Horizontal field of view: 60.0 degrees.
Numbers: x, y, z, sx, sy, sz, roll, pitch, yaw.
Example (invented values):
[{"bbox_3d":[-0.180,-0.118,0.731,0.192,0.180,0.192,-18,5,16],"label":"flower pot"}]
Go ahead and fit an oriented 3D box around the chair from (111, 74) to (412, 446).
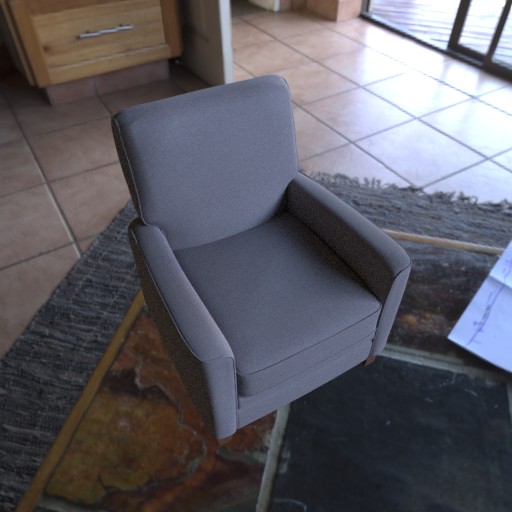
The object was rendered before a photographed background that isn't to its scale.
[{"bbox_3d":[0.000,0.000,1.690,0.845,1.023,0.859,-22,48,-21],"label":"chair"}]
